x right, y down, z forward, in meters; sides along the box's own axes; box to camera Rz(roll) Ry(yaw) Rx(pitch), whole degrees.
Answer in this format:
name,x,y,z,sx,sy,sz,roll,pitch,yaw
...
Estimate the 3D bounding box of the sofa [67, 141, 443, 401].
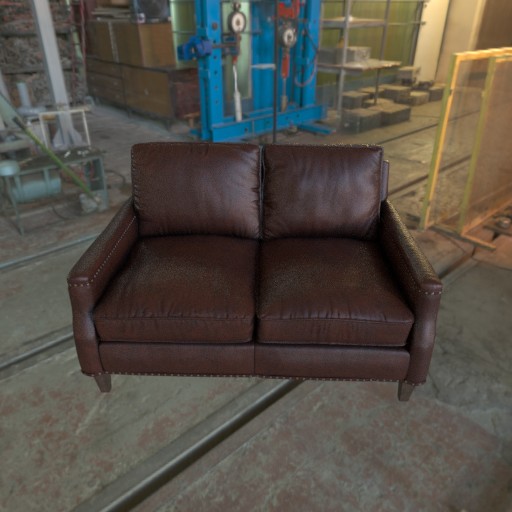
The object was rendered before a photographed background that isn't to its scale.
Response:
name,x,y,z,sx,sy,sz,roll,pitch,yaw
sofa,0.000,0.000,2.312,1.628,1.003,1.083,1,30,2
